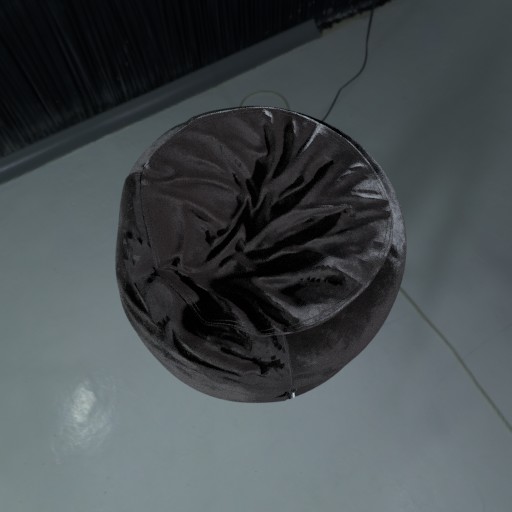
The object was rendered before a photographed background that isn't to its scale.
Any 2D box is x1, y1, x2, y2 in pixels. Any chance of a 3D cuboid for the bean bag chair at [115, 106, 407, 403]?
[{"bbox_3d":[0.000,0.000,1.490,0.918,0.605,0.918,0,64,0],"label":"bean bag chair"}]
